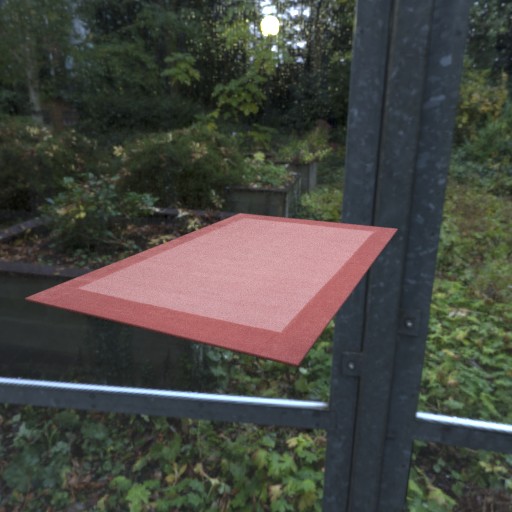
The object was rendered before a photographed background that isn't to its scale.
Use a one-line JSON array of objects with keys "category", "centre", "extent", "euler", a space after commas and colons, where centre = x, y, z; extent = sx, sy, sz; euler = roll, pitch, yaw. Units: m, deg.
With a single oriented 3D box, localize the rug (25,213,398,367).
[{"category": "rug", "centre": [0.000, 0.000, 3.055], "extent": [1.524, 0.014, 2.438], "euler": [8, 19, 24]}]
